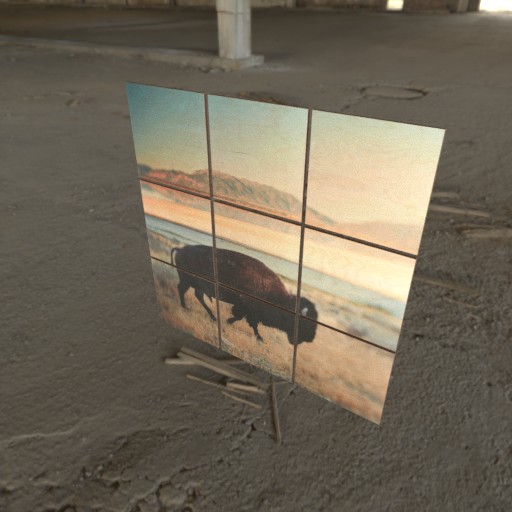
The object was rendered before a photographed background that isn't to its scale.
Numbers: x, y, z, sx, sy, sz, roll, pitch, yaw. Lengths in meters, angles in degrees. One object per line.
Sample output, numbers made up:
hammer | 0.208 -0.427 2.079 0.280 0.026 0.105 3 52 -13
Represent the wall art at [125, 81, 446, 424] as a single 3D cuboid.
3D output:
wall art | 0.000 0.000 1.797 1.221 1.218 0.019 19 36 28
